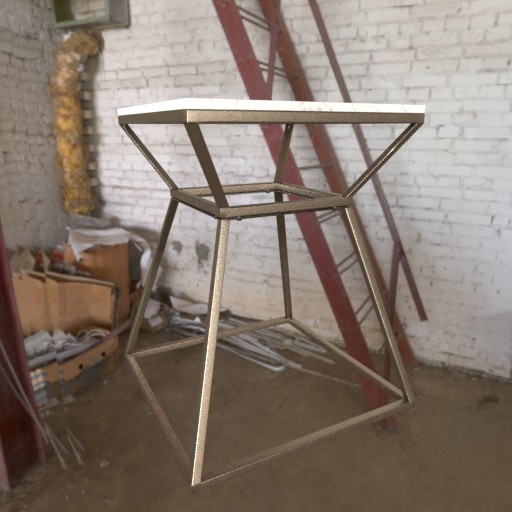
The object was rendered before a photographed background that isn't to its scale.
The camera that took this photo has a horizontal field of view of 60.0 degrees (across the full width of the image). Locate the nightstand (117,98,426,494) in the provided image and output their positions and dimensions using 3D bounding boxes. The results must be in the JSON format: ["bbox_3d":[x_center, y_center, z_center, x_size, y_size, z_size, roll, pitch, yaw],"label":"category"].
[{"bbox_3d":[0.000,0.000,0.870,0.455,0.554,0.455,-8,18,-27],"label":"nightstand"}]
